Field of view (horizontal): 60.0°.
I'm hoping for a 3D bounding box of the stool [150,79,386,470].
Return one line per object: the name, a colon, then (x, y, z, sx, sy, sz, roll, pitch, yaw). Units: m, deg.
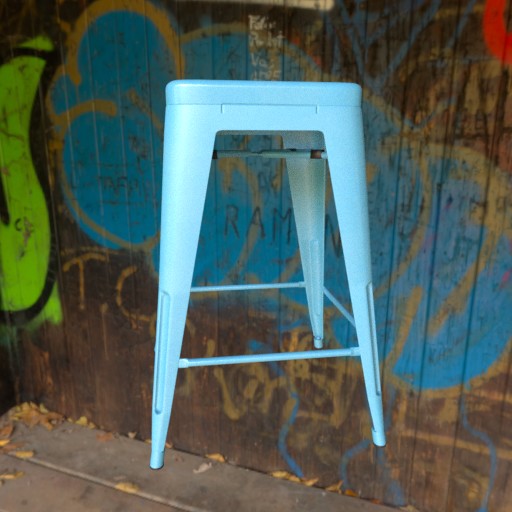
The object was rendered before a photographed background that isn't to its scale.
stool: (0.000, 0.000, 0.871, 0.410, 0.608, 0.410, -2, 14, -8)
